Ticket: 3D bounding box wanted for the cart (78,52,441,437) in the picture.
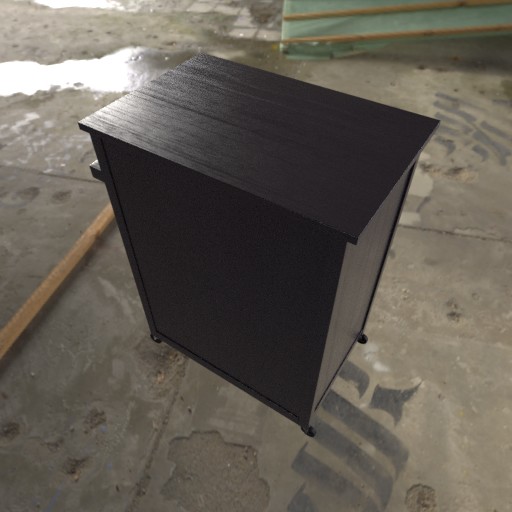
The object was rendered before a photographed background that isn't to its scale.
[{"bbox_3d":[0.000,0.000,1.290,0.690,0.878,0.449,25,52,22],"label":"cart"}]
